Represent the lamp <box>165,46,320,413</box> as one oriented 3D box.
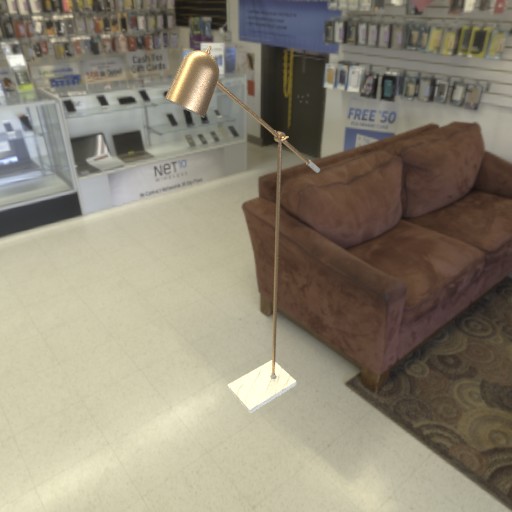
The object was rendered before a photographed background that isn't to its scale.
[{"bbox_3d":[0.000,0.000,1.821,0.653,1.594,0.194,-22,38,-31],"label":"lamp"}]
